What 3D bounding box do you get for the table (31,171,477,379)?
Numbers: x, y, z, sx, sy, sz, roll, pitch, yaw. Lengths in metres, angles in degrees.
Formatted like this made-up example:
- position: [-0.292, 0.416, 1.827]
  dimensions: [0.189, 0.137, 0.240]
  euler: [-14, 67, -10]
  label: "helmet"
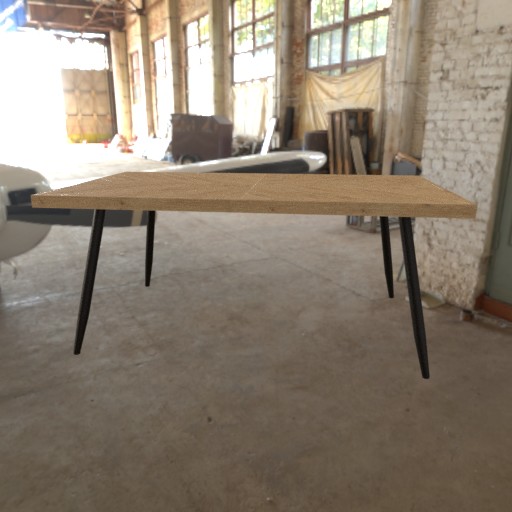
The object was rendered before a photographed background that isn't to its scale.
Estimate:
- position: [0.000, 0.000, 2.352]
  dimensions: [1.803, 0.762, 0.991]
  euler: [2, 17, 7]
  label: "table"
